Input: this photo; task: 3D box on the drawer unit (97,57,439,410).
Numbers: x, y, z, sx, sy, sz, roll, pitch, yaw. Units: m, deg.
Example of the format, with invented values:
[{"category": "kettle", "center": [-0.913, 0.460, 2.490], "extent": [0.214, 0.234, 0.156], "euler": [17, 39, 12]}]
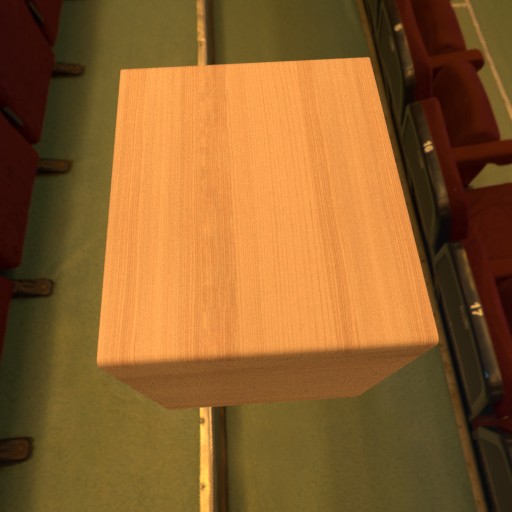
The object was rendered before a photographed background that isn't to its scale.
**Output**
[{"category": "drawer unit", "center": [0.000, 0.000, 0.601], "extent": [0.290, 0.344, 0.344], "euler": [-4, 65, -2]}]
